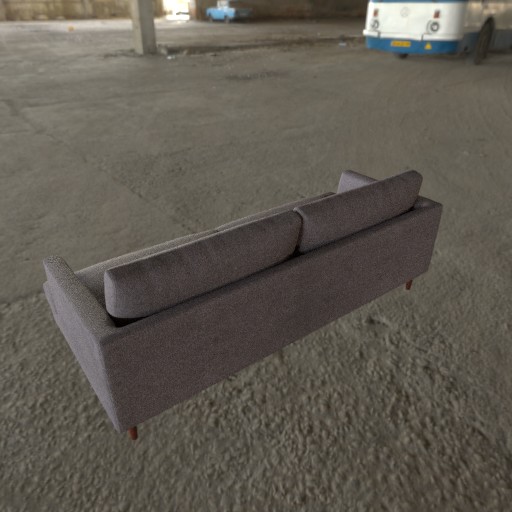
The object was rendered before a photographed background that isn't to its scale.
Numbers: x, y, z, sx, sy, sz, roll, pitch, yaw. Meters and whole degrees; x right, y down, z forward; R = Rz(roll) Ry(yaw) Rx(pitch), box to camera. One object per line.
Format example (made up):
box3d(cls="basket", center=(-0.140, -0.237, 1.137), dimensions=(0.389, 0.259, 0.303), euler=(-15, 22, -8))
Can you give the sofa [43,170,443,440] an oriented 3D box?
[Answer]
box3d(cls="sofa", center=(0.000, 0.000, 2.701), dimensions=(2.250, 0.868, 1.020), euler=(-21, 36, -31))
